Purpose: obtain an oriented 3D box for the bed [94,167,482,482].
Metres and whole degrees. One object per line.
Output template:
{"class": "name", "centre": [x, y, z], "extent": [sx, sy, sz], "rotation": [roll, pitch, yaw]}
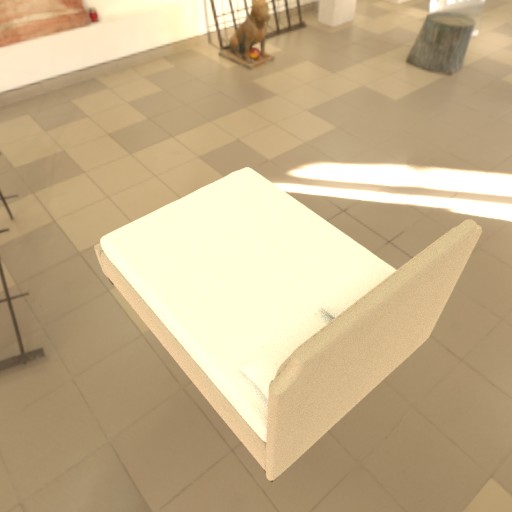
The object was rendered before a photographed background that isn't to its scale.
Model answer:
{"class": "bed", "centre": [0.000, 0.000, 3.373], "extent": [1.713, 1.443, 2.372], "rotation": [-31, 54, -26]}
